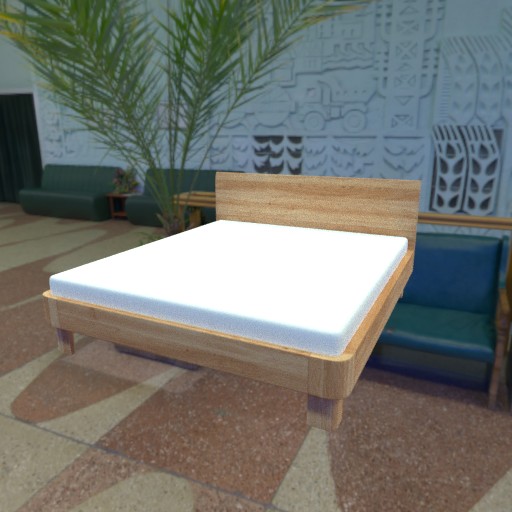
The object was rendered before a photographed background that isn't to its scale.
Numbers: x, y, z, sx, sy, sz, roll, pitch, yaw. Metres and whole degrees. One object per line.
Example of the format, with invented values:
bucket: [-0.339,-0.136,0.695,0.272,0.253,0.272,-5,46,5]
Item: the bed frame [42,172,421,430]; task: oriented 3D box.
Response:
bed frame: [0.000,0.000,3.106,1.872,0.940,2.092,7,17,25]
